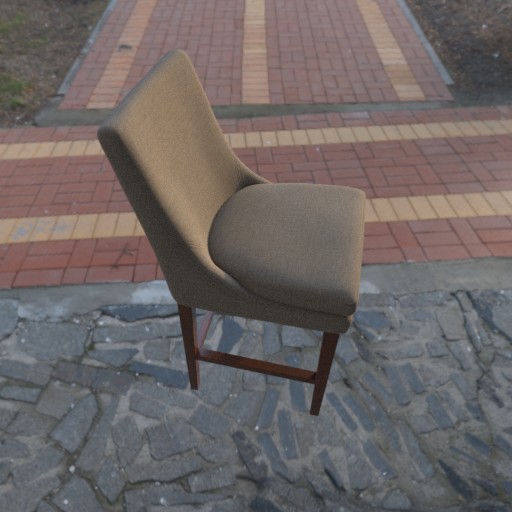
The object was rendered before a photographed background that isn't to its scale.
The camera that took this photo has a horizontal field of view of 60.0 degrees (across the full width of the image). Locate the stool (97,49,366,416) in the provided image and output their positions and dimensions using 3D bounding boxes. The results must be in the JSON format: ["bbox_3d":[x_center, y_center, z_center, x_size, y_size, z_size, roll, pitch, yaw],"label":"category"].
[{"bbox_3d":[0.000,0.000,1.285,0.577,0.981,0.470,9,47,9],"label":"stool"}]
